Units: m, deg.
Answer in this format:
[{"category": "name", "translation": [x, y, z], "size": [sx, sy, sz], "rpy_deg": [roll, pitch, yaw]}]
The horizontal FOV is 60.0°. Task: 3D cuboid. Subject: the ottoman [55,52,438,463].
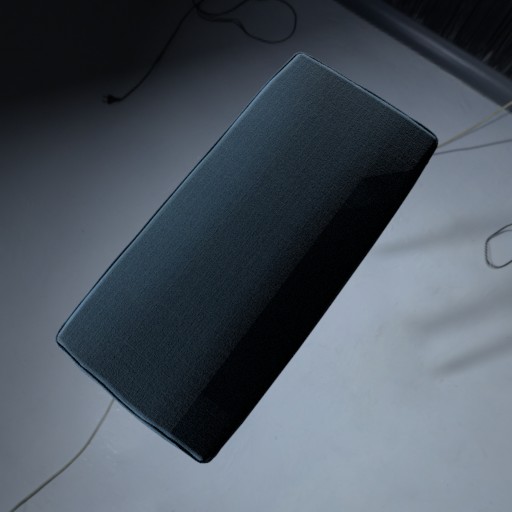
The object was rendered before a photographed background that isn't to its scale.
[{"category": "ottoman", "translation": [0.000, 0.000, 1.223], "size": [0.474, 0.474, 0.943], "rpy_deg": [36, 78, 9]}]
